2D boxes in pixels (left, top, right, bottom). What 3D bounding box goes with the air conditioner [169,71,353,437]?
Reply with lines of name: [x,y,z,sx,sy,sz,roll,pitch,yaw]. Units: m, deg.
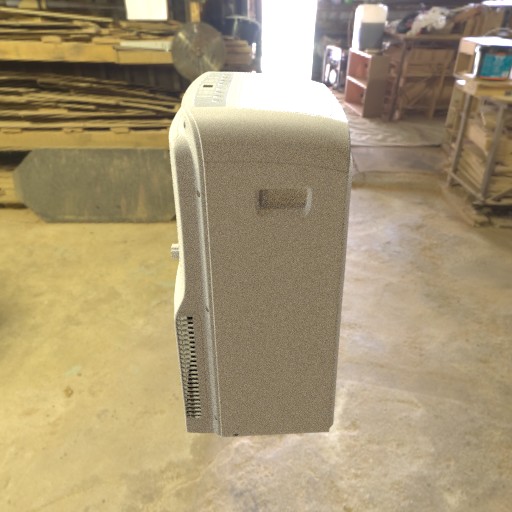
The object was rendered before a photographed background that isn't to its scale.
air conditioner: [0.000,0.000,0.962,0.365,0.700,0.454,0,32,0]
